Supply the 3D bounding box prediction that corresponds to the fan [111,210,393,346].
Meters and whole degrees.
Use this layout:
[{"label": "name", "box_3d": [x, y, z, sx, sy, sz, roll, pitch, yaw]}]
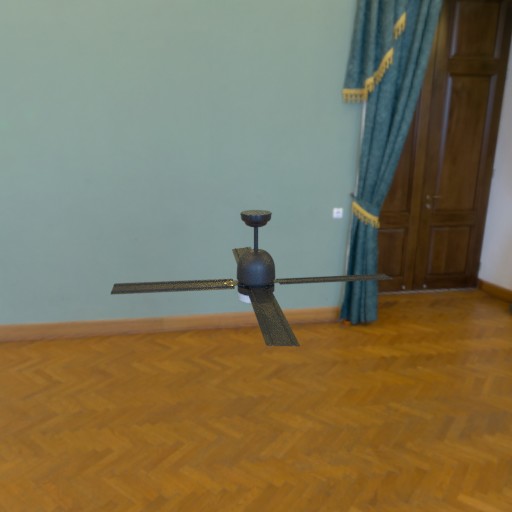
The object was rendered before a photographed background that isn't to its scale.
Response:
[{"label": "fan", "box_3d": [0.000, 0.000, 2.068, 1.319, 0.410, 1.319, -3, 16, -9]}]
